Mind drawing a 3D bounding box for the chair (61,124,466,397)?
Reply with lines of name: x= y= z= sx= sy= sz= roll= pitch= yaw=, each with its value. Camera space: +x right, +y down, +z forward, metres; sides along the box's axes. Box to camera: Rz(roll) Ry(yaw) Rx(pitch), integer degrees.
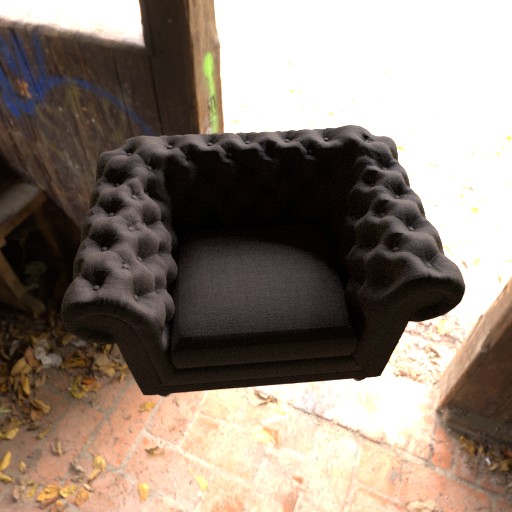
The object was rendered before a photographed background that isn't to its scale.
chair: x=0.000 y=0.000 z=1.893 sx=1.298 sy=0.780 sz=0.945 roll=-4 pitch=48 yaw=-3
